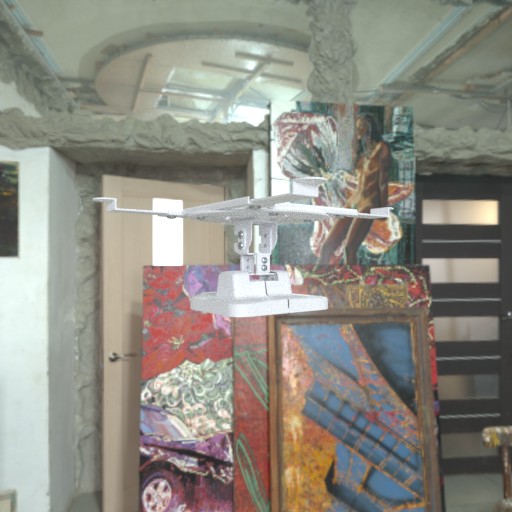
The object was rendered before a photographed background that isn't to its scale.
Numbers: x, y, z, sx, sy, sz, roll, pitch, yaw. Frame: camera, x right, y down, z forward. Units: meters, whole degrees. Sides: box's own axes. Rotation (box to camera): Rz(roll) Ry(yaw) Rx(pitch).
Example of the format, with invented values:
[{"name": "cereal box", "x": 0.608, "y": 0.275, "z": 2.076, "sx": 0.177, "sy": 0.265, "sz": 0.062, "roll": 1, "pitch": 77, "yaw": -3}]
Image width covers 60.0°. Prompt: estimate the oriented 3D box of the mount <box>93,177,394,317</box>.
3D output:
[{"name": "mount", "x": 0.000, "y": 0.000, "z": 0.604, "sx": 0.394, "sy": 0.141, "sz": 0.394, "roll": 0, "pitch": 0, "yaw": -36}]
